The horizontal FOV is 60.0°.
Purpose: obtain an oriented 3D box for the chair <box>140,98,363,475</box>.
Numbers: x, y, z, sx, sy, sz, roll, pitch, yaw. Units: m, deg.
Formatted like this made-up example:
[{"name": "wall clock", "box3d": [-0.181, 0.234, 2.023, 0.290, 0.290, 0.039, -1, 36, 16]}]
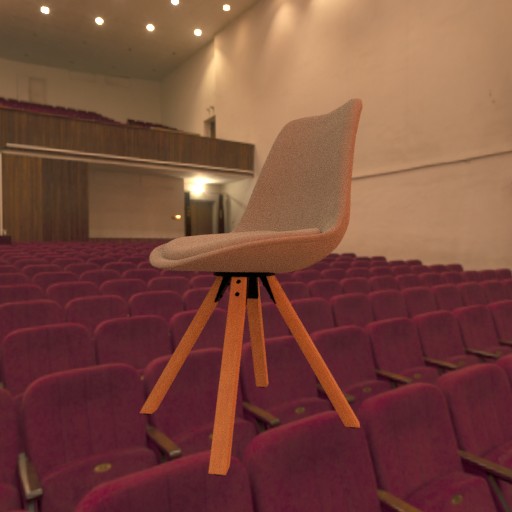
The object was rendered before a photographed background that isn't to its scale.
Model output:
[{"name": "chair", "box3d": [0.000, 0.000, 1.184, 0.549, 0.863, 0.474, -1, 2, -35]}]
